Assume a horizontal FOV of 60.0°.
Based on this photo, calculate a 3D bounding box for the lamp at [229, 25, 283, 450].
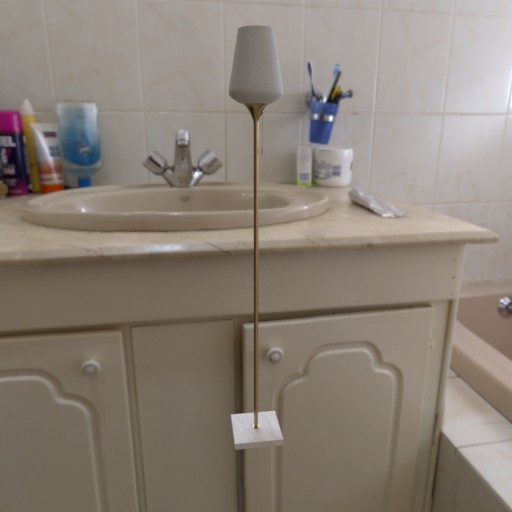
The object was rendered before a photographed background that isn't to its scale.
[{"bbox_3d":[0.000,0.000,1.952,0.232,1.813,0.229,-2,16,-7],"label":"lamp"}]
